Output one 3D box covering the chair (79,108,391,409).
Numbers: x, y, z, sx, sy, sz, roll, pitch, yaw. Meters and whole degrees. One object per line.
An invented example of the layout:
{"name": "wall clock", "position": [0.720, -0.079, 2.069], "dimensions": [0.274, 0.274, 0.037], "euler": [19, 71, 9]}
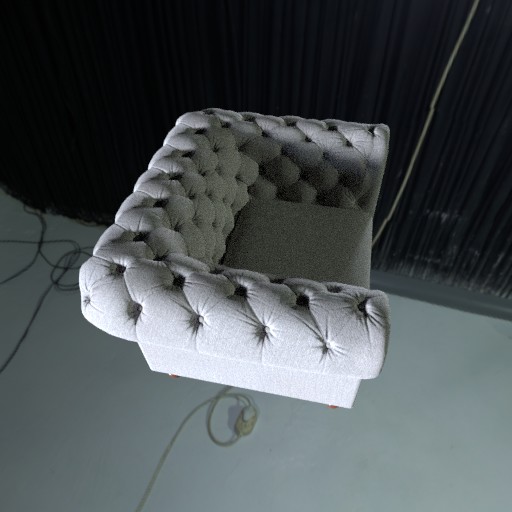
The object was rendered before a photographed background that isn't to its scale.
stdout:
{"name": "chair", "position": [0.000, 0.000, 1.900], "dimensions": [0.976, 0.770, 1.270], "euler": [8, 47, 8]}
